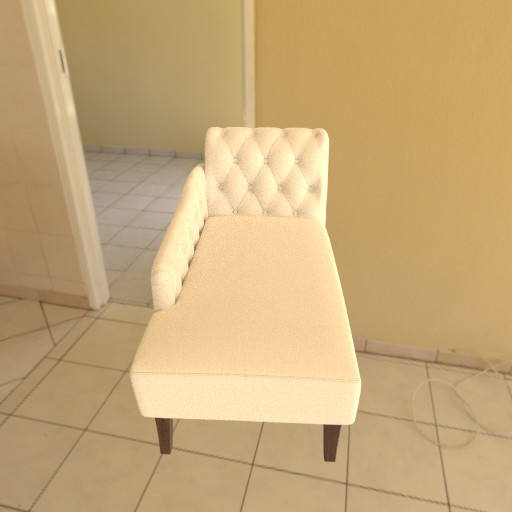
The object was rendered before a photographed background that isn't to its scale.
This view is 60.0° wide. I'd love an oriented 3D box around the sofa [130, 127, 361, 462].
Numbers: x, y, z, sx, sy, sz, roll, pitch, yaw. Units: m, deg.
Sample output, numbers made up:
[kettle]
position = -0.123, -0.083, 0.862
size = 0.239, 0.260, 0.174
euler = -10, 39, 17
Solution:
[sofa]
position = 0.000, 0.000, 1.844
size = 0.675, 0.787, 1.379
euler = 1, 29, 3
